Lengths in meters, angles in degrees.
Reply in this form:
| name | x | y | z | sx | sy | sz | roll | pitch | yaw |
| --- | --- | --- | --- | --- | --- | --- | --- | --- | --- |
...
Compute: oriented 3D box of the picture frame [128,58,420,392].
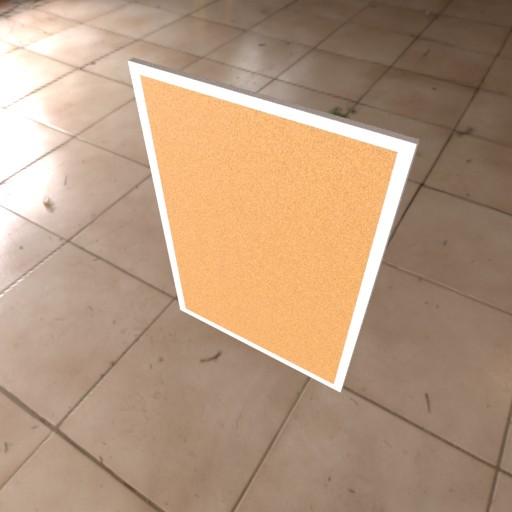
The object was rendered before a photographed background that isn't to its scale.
| name | x | y | z | sx | sy | sz | roll | pitch | yaw |
| --- | --- | --- | --- | --- | --- | --- | --- | --- | --- |
| picture frame | 0.000 | 0.000 | 0.857 | 0.457 | 0.657 | 0.013 | 23 | 51 | 20 |
